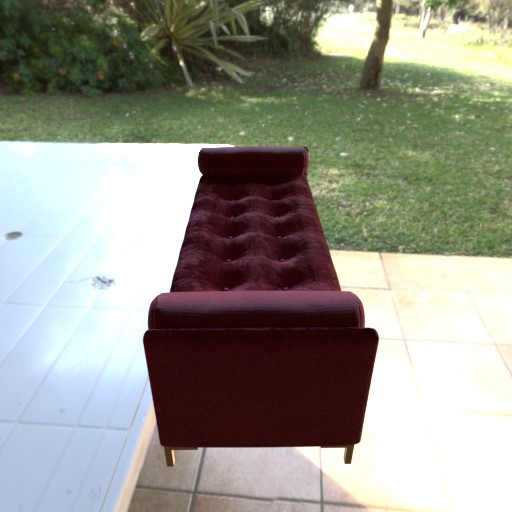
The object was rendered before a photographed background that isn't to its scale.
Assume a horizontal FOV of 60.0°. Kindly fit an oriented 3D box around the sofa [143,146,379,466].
[{"bbox_3d":[0.000,0.000,2.464,0.796,0.705,2.102,0,31,-1],"label":"sofa"}]
